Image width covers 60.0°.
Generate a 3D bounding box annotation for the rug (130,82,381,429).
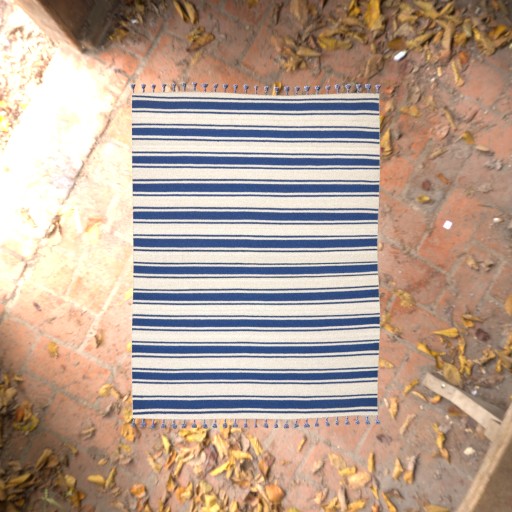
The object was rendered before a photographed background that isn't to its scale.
[{"bbox_3d":[0.000,0.000,4.377,2.471,0.016,3.416,0,90,-1],"label":"rug"}]
